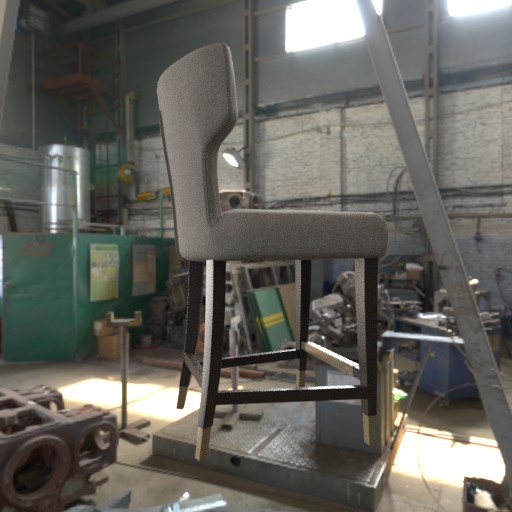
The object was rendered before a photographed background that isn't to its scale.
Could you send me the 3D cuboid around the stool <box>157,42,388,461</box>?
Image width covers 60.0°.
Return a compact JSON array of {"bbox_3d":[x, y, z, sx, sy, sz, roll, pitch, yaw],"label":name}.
[{"bbox_3d":[0.000,0.000,1.301,0.563,0.982,0.527,0,1,-18],"label":"stool"}]
